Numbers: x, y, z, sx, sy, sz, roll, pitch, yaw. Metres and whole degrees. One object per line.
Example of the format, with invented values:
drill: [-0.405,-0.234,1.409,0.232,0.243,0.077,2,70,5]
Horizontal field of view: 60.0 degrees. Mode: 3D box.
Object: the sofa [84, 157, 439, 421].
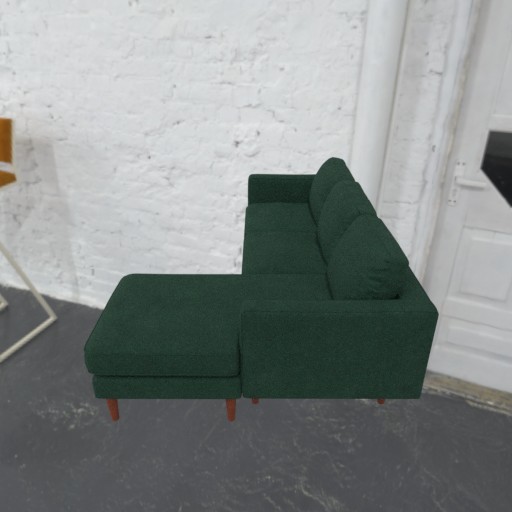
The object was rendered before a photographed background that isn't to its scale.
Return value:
sofa: [0.000,0.000,2.889,1.580,0.899,2.030,0,27,0]
